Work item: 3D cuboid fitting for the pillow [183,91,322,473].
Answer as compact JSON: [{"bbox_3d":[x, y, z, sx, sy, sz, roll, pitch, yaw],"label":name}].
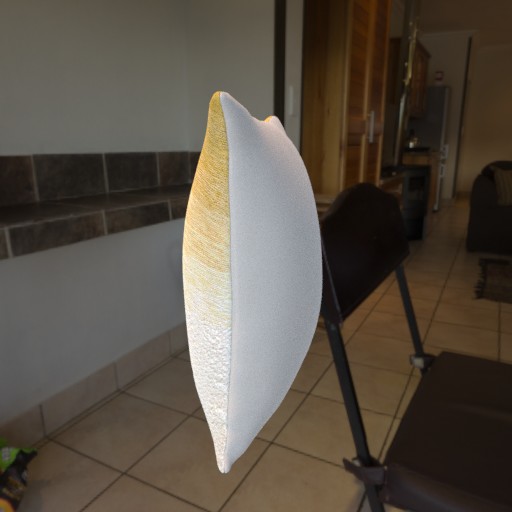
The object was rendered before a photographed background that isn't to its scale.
[{"bbox_3d":[0.000,0.000,0.702,0.211,0.450,0.450,2,14,9],"label":"pillow"}]
